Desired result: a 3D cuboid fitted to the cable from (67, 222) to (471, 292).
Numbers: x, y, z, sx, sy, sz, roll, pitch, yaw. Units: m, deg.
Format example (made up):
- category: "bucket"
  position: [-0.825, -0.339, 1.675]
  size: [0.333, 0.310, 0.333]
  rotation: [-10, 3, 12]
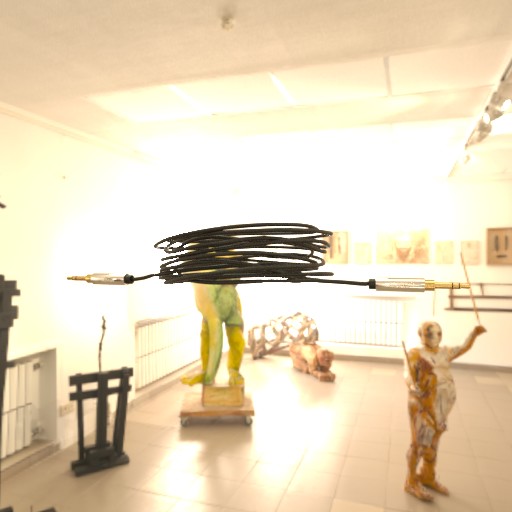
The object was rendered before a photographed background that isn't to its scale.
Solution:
- category: "cable"
  position: [0.000, 0.000, 0.502]
  size: [0.432, 0.069, 0.198]
  rotation: [0, 1, 18]
